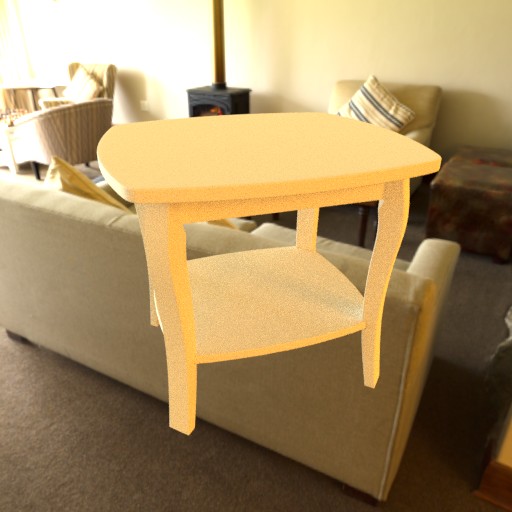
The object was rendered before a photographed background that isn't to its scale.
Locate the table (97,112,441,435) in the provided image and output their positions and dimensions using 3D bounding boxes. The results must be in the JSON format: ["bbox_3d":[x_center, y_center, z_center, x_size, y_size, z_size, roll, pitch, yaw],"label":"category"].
[{"bbox_3d":[0.000,0.000,0.835,0.502,0.438,0.451,-8,29,-16],"label":"table"}]
